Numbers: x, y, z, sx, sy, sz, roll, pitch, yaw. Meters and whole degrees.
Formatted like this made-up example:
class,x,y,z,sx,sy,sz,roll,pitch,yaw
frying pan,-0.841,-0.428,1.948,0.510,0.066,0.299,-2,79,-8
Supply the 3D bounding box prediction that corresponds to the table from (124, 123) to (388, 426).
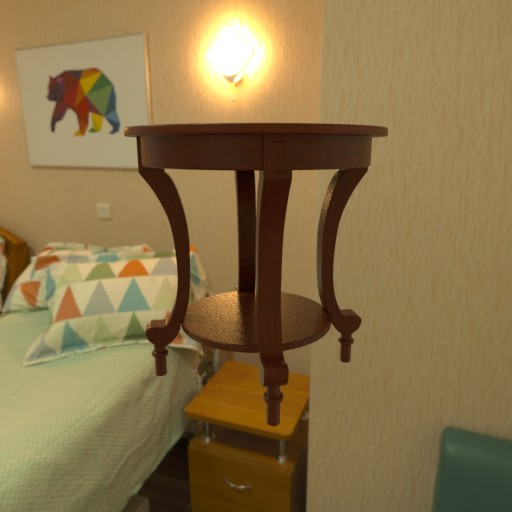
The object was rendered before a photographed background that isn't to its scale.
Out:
class,x,y,z,sx,sy,sz,roll,pitch,yaw
table,0.000,0.000,1.113,0.597,0.612,0.597,0,14,0
